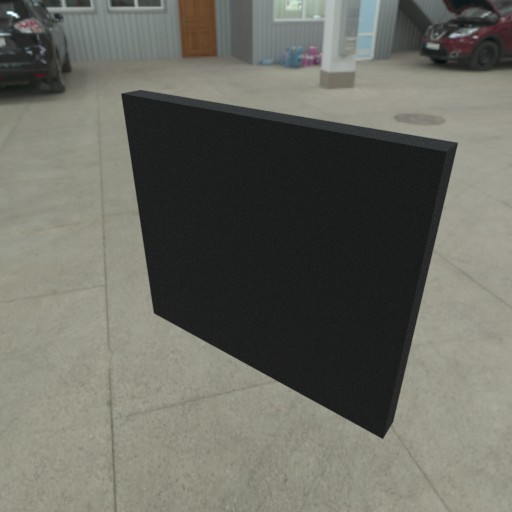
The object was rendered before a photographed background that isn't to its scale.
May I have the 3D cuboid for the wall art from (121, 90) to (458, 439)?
[{"bbox_3d":[0.000,0.000,0.525,0.381,0.330,0.031,21,36,31],"label":"wall art"}]
